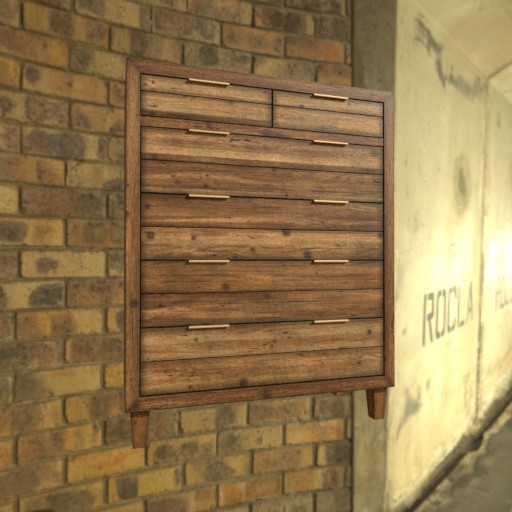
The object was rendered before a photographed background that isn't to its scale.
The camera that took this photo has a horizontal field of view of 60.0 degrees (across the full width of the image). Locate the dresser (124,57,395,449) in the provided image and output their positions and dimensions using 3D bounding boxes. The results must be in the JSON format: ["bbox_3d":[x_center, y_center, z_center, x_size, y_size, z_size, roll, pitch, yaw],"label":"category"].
[{"bbox_3d":[0.000,0.000,1.878,1.067,1.359,0.438,0,-1,-17],"label":"dresser"}]
